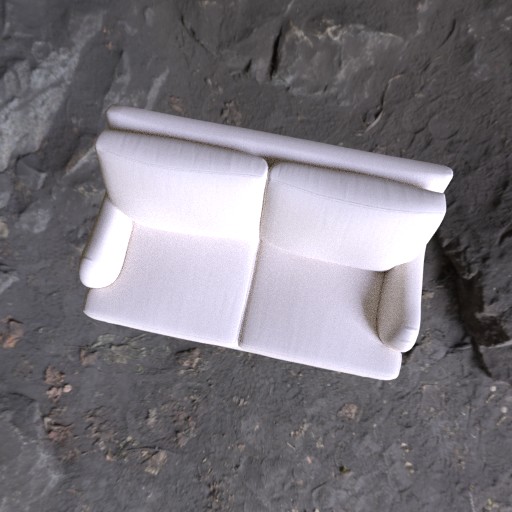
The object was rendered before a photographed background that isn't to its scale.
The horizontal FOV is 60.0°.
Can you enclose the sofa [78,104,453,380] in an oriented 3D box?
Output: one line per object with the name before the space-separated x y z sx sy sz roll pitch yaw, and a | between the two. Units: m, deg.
sofa | 0.000 0.000 2.560 1.853 1.101 1.084 11 77 3
